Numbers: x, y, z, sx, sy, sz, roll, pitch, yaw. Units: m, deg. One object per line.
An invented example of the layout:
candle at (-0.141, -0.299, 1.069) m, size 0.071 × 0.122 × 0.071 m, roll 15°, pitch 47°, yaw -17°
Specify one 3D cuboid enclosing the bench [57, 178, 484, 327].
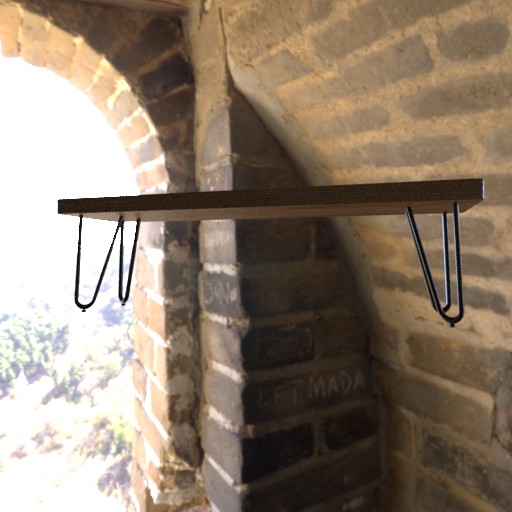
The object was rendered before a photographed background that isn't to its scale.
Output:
bench at (0.000, 0.000, 1.757) m, size 1.570 × 0.462 × 0.425 m, roll 0°, pitch -1°, yaw 17°
